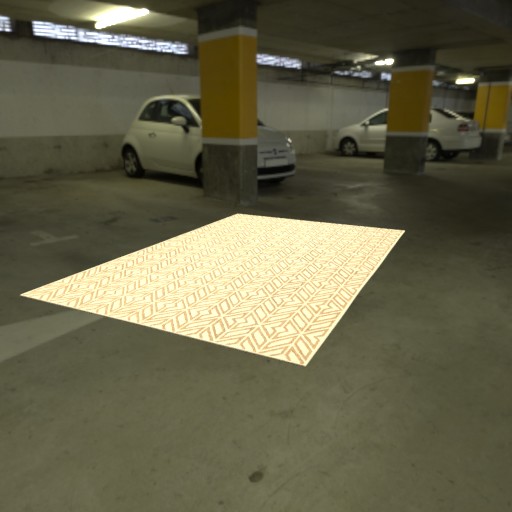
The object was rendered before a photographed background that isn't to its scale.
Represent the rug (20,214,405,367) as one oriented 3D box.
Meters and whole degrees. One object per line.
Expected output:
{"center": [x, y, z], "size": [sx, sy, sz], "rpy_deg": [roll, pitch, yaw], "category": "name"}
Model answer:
{"center": [0.000, 0.000, 2.309], "size": [1.220, 0.007, 1.828], "rpy_deg": [8, 19, 25], "category": "rug"}
